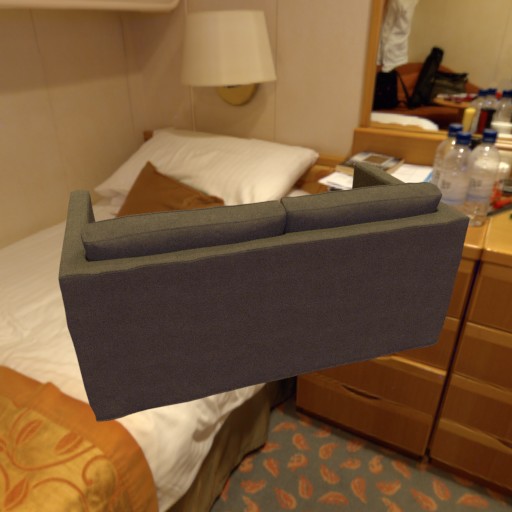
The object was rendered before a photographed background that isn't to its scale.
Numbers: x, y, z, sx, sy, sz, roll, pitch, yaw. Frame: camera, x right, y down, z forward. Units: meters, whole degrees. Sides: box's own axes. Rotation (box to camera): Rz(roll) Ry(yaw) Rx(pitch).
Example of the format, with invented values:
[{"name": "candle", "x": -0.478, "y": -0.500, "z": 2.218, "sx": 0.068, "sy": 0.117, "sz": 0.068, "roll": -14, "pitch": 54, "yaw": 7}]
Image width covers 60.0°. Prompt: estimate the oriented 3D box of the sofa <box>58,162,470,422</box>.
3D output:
[{"name": "sofa", "x": 0.000, "y": 0.000, "z": 2.326, "sx": 1.802, "sy": 0.854, "sz": 0.974, "roll": -9, "pitch": 29, "yaw": -15}]
